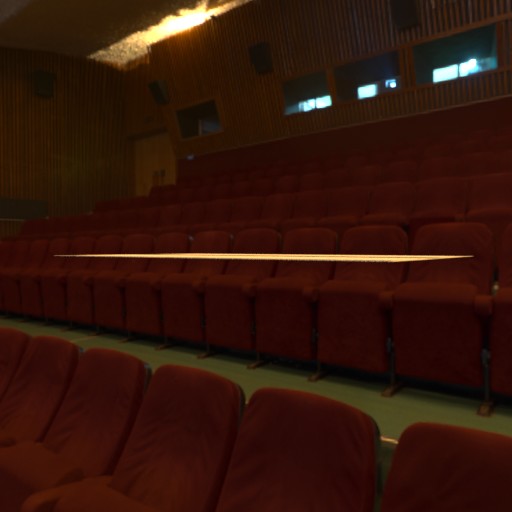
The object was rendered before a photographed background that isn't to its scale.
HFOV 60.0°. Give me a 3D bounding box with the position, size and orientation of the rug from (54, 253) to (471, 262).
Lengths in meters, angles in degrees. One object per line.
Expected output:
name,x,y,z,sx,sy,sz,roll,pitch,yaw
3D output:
rug,0.000,0.000,3.027,2.453,0.003,1.519,1,1,36
